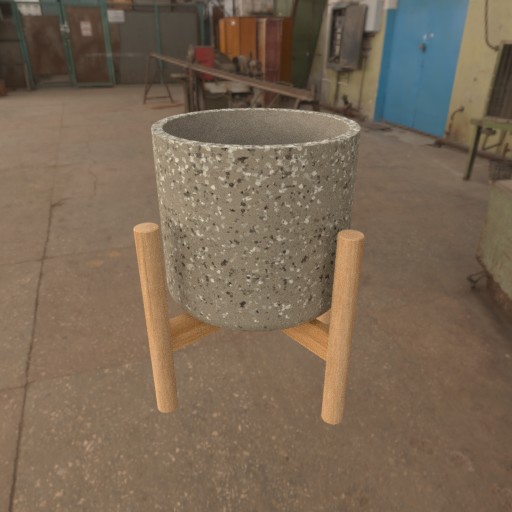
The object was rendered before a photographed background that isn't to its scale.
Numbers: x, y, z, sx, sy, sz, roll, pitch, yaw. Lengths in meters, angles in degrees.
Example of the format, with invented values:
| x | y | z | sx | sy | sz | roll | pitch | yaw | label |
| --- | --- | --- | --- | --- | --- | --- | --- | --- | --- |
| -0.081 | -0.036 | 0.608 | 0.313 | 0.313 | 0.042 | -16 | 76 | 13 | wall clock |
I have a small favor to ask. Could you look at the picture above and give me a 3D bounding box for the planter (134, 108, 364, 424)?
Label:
| x | y | z | sx | sy | sz | roll | pitch | yaw | label |
| --- | --- | --- | --- | --- | --- | --- | --- | --- | --- |
| 0.000 | 0.000 | 0.552 | 0.284 | 0.320 | 0.284 | -8 | 28 | -15 | planter |
